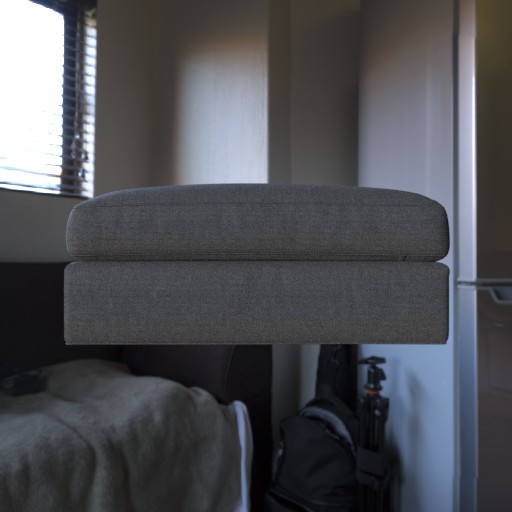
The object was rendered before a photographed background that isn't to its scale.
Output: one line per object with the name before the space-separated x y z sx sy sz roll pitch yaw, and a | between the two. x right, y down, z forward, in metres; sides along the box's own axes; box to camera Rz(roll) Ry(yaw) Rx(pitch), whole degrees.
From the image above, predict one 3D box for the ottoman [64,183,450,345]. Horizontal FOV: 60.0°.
ottoman | 0.000 0.000 1.670 1.041 0.470 1.041 0 0 0
